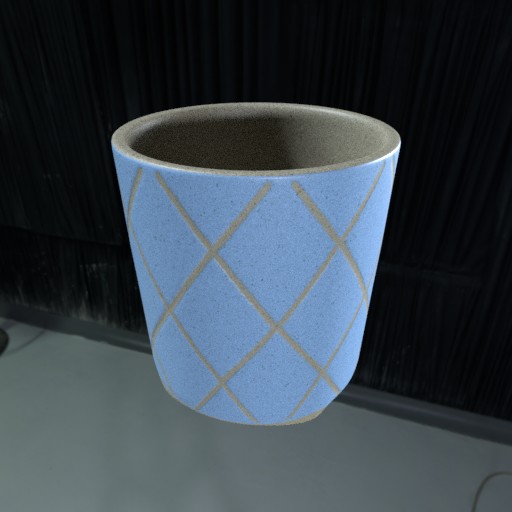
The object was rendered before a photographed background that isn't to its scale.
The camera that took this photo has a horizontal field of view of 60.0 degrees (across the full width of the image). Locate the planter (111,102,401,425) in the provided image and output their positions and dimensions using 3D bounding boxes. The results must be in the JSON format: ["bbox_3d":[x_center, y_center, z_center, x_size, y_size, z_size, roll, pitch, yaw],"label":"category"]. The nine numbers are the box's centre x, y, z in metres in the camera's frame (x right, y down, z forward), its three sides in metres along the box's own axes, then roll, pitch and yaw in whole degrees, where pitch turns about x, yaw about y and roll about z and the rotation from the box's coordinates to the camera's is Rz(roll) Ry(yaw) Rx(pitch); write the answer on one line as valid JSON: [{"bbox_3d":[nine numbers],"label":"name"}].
[{"bbox_3d":[0.000,0.000,0.351,0.191,0.200,0.191,0,29,0],"label":"planter"}]
